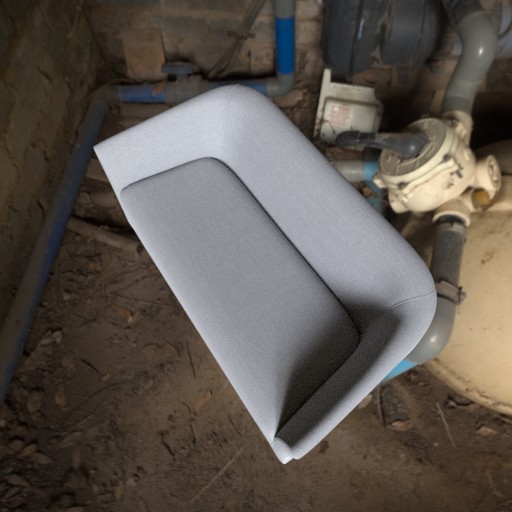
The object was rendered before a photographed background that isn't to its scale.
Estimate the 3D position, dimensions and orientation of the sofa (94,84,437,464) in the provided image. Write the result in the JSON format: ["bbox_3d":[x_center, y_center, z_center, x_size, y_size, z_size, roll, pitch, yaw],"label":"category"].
[{"bbox_3d":[0.000,0.000,1.857,0.705,0.721,1.452,-30,66,-15],"label":"sofa"}]
